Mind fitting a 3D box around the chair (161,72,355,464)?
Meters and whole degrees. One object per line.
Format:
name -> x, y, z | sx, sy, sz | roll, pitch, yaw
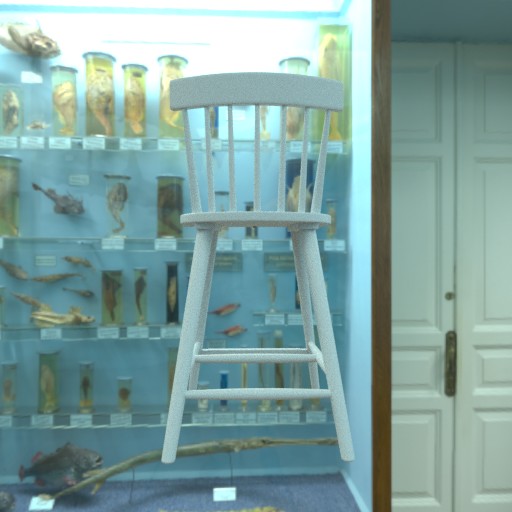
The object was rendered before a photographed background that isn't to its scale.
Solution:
chair -> 0.000, 0.000, 1.297 | 0.483, 0.952, 0.572 | 0, 0, -1
